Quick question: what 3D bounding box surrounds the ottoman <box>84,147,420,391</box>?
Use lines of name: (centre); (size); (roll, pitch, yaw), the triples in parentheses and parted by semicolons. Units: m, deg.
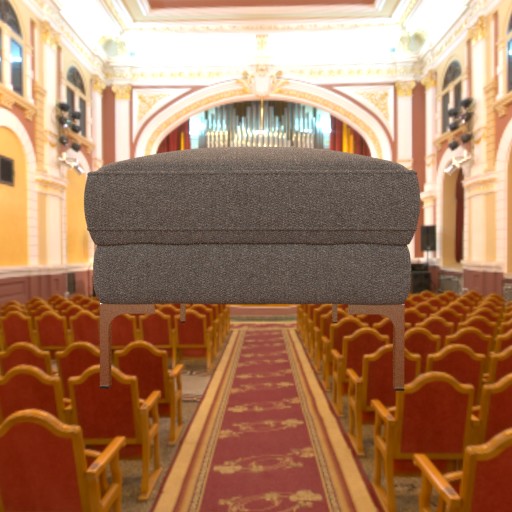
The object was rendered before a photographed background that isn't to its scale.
ottoman: (0.000, 0.000, 1.151); (0.583, 0.464, 0.785); (0, 1, 1)
